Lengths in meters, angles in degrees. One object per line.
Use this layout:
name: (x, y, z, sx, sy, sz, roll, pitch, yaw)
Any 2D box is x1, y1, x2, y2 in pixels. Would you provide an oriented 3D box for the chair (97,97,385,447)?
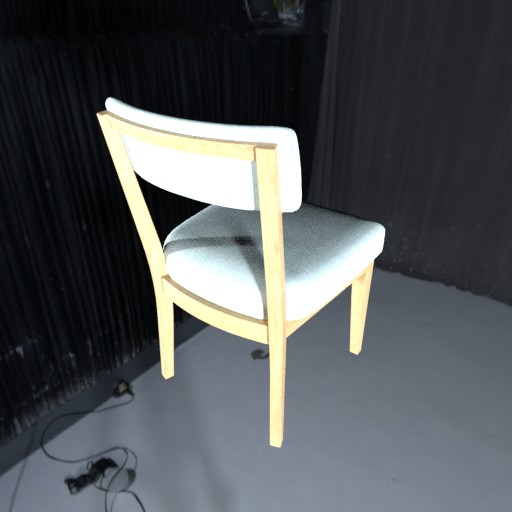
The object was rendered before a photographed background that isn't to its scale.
chair: (0.000, 0.000, 1.193, 0.508, 0.832, 0.572, 20, 35, 31)
